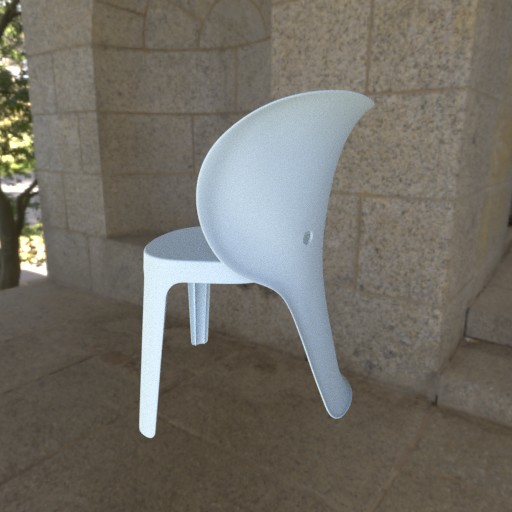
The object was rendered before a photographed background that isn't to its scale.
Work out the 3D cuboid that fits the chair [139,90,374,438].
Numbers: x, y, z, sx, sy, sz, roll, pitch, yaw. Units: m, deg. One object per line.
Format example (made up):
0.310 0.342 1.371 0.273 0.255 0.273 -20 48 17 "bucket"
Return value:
0.000 0.000 0.845 0.402 0.554 0.451 2 14 7 "chair"
